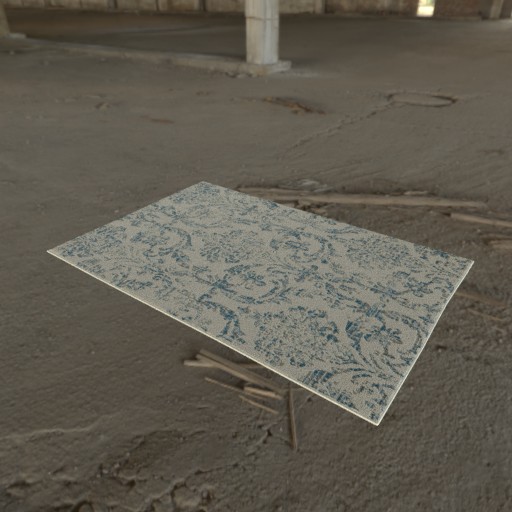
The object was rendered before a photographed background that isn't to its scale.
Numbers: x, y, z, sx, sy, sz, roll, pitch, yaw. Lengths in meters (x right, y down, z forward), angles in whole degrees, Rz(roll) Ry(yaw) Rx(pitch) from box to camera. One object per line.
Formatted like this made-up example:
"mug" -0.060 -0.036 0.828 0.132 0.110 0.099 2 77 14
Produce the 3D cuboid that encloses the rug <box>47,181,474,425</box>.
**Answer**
"rug" 0.000 0.000 2.272 1.831 0.012 1.213 21 37 30
